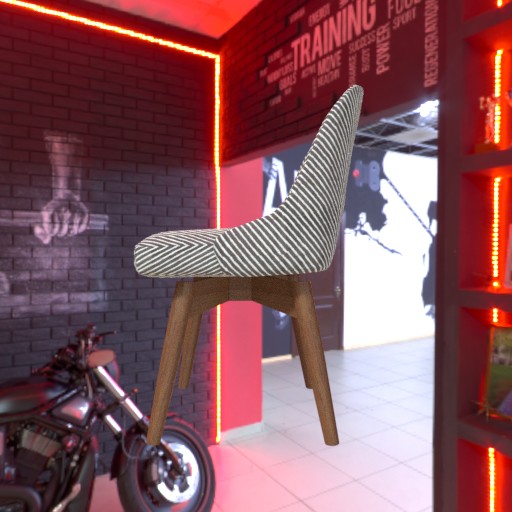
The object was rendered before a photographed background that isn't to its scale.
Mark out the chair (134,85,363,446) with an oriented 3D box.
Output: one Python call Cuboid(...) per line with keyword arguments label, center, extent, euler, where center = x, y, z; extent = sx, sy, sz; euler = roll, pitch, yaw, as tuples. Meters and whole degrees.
Cuboid(label="chair", center=(0.000, 0.000, 1.260), extent=(0.591, 0.883, 0.504), euler=(0, 1, 0))
